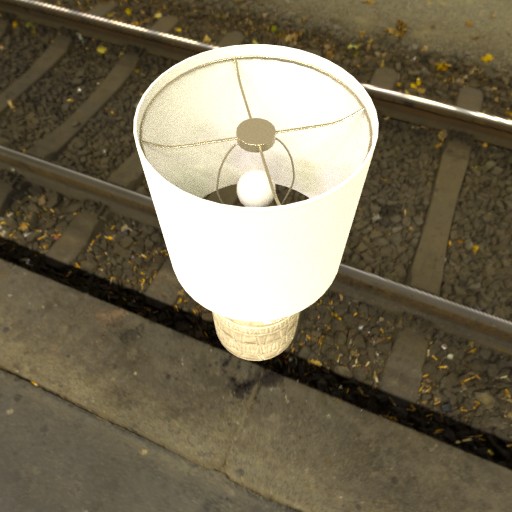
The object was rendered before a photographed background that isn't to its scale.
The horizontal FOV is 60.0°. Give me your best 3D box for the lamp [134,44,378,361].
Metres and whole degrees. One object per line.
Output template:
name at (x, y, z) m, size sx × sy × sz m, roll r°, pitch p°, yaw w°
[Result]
lamp at (0.000, 0.000, 0.576) m, size 0.211 × 0.455 × 0.211 m, roll 1°, pitch 57°, yaw 1°
